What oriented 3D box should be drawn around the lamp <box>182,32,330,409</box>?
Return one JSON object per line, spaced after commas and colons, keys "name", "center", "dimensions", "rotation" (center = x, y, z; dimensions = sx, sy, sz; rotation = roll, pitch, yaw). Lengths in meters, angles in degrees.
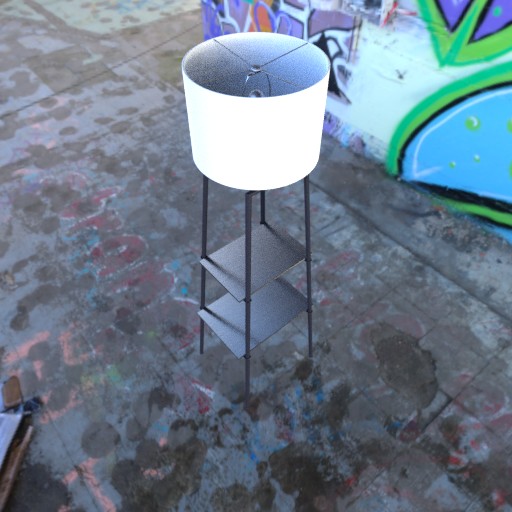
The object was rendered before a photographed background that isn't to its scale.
{"name": "lamp", "center": [0.000, 0.000, 1.673], "dimensions": [0.427, 1.474, 0.384], "rotation": [-32, 55, -25]}
